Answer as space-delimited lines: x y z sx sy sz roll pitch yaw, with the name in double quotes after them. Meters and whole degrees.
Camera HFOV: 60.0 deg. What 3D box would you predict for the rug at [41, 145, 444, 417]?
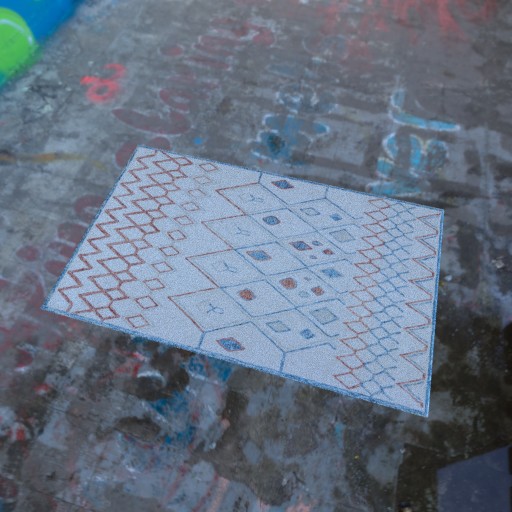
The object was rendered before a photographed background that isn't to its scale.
0.000 0.000 3.049 2.438 0.015 1.524 14 59 8 "rug"
